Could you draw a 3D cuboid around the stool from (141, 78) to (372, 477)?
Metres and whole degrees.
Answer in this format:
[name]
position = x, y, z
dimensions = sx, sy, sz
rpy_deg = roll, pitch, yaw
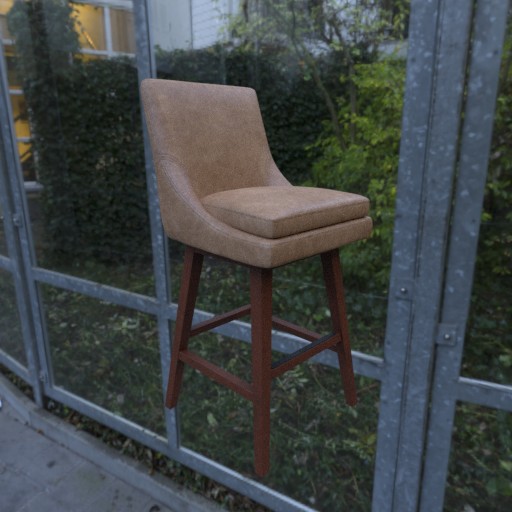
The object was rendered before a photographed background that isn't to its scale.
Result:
[stool]
position = 0.000, 0.000, 1.431
dimensions = 0.572, 1.079, 0.487
rpy_deg = 15, 22, 43
